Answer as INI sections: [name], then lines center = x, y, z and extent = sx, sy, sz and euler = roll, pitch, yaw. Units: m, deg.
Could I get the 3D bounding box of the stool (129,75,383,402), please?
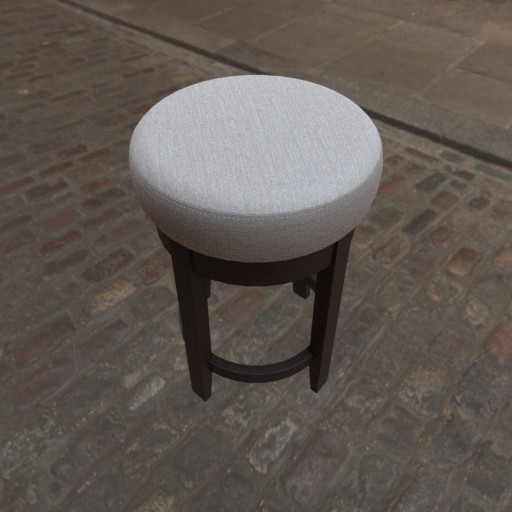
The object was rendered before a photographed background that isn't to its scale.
[stool]
center = 0.000, 0.000, 0.983
extent = 0.443, 0.672, 0.443
euler = 0, 46, 0
